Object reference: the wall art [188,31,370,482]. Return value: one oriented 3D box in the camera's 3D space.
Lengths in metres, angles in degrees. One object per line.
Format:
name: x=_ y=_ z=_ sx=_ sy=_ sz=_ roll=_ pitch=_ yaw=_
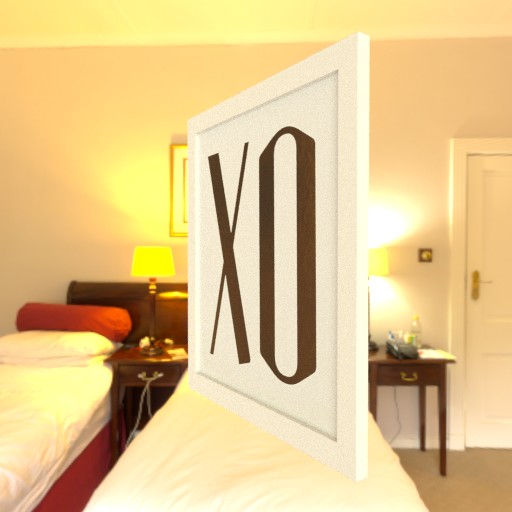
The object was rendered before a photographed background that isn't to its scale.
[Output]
wall art: x=0.000 y=0.000 z=0.712 sx=0.020 sy=0.536 sz=0.444 roll=-1 pitch=1 yaw=-35
